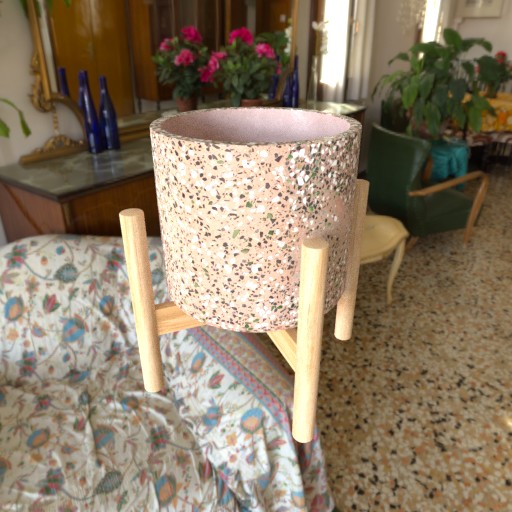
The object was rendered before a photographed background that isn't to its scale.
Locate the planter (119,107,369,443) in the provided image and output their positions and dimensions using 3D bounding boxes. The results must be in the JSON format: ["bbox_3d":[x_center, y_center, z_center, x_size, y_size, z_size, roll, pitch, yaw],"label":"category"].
[{"bbox_3d":[0.000,0.000,0.546,0.284,0.320,0.284,0,27,0],"label":"planter"}]
